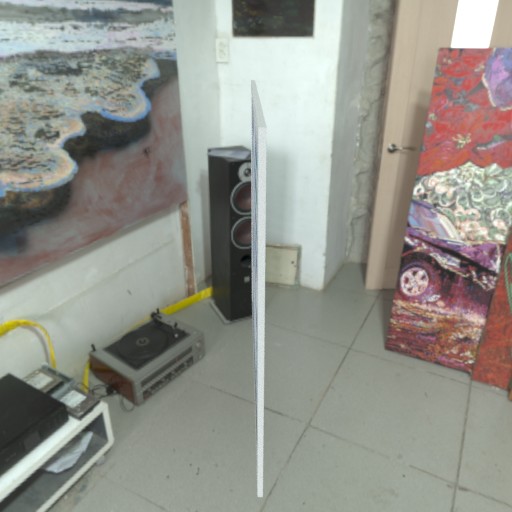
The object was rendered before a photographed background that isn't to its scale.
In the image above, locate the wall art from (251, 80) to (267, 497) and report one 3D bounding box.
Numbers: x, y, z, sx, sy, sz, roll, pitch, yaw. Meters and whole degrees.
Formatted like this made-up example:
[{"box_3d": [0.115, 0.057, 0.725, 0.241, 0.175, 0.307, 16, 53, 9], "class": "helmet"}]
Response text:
[{"box_3d": [0.000, 0.000, 0.665, 0.007, 0.456, 0.456, -1, 26, -1], "class": "wall art"}]
